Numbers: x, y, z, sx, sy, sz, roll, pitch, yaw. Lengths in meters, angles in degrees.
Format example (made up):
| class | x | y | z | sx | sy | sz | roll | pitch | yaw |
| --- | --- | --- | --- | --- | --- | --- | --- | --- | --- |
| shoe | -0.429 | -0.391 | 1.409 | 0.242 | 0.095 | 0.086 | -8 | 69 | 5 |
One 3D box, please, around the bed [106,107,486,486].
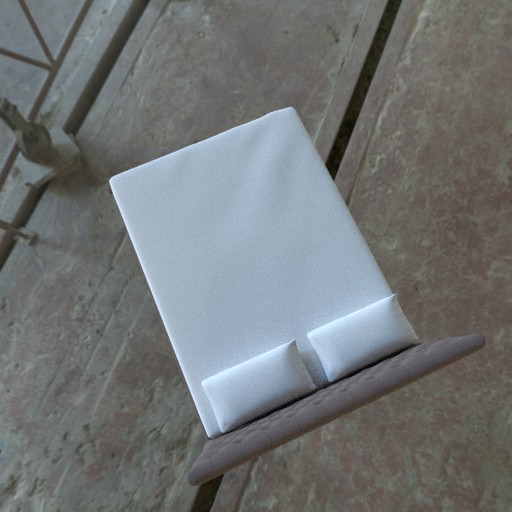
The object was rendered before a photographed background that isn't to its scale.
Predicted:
| class | x | y | z | sx | sy | sz | roll | pitch | yaw |
| --- | --- | --- | --- | --- | --- | --- | --- | --- | --- |
| bed | 0.000 | 0.000 | 3.160 | 1.696 | 1.426 | 2.233 | -23 | 76 | -6 |
